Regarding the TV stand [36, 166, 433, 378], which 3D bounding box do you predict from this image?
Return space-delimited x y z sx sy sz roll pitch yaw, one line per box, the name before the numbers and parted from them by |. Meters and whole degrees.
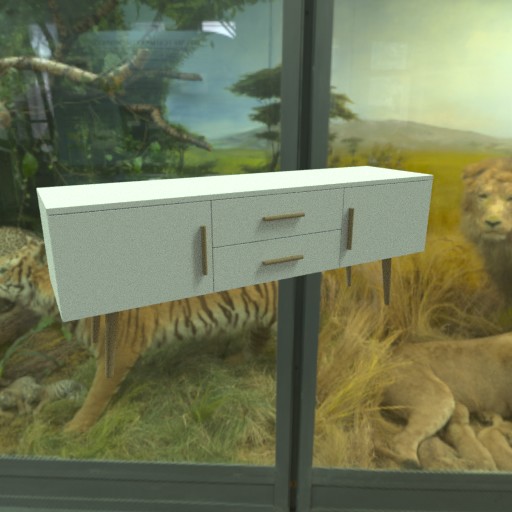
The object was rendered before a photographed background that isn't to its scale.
TV stand | 0.000 0.000 1.668 1.398 0.560 0.401 -9 20 -27
